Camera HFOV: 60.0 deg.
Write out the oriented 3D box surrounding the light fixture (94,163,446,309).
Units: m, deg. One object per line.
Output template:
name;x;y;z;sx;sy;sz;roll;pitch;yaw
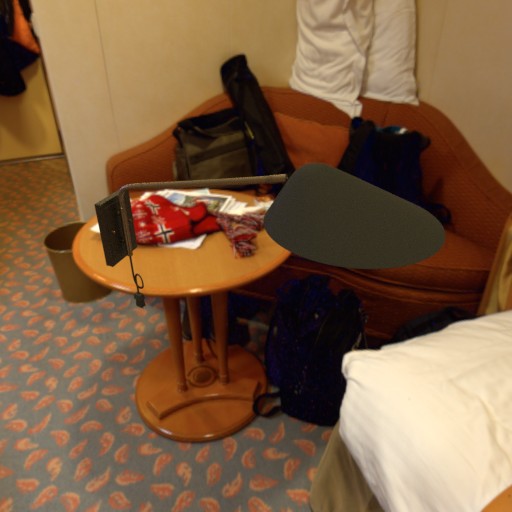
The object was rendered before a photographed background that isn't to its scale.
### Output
light fixture;0.000;0.000;0.684;0.516;0.312;0.240;11;32;17
